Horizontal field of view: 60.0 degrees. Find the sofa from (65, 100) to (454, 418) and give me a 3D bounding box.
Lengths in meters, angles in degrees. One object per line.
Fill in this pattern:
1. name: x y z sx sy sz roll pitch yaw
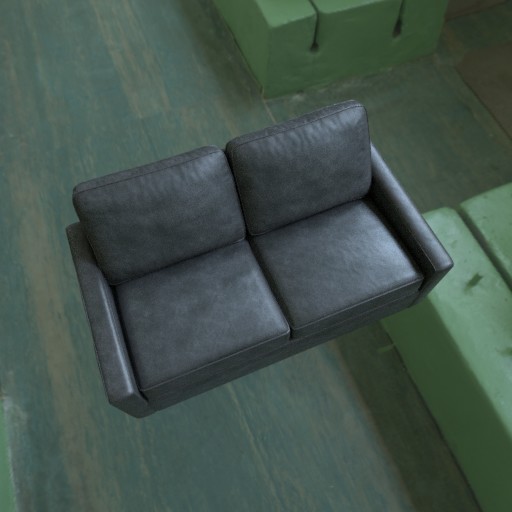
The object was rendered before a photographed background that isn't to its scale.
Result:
1. sofa: 0.000 0.000 2.286 1.732 0.916 0.939 -20 65 -10
